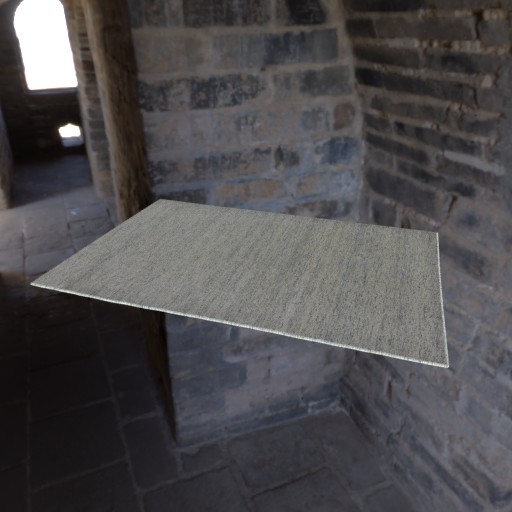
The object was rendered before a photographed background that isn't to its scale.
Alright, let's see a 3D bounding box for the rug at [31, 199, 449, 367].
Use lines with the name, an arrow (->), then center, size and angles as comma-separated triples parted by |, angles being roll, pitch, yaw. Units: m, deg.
rug -> 0.000, 0.000, 2.877 | 2.263, 0.017, 1.523 | 9, 28, 16
